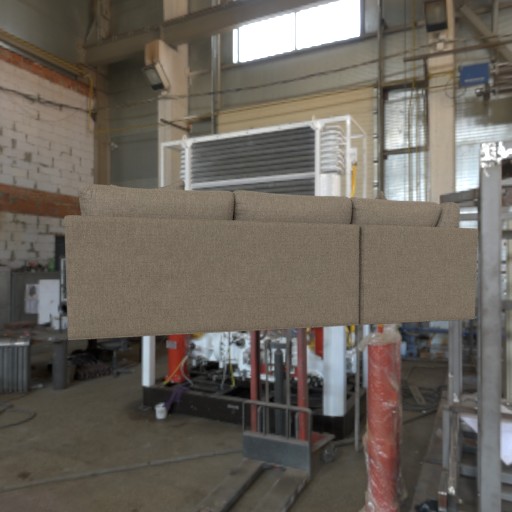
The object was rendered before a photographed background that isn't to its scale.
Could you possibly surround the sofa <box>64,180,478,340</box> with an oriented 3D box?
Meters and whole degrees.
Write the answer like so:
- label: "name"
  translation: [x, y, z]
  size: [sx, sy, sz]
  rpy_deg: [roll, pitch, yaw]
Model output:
- label: "sofa"
  translation: [0.000, 0.000, 3.824]
  size: [2.896, 0.978, 1.994]
  rpy_deg: [0, -1, -19]
